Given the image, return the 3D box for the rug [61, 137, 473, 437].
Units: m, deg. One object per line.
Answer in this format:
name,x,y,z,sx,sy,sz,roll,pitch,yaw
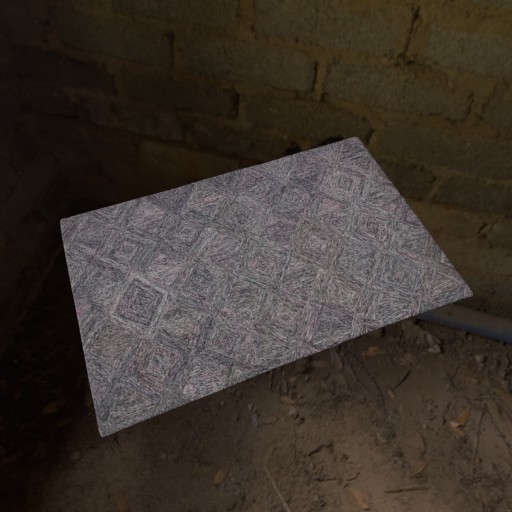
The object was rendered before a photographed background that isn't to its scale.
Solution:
rug,0.000,0.000,2.193,1.752,0.013,1.158,-18,59,-11
